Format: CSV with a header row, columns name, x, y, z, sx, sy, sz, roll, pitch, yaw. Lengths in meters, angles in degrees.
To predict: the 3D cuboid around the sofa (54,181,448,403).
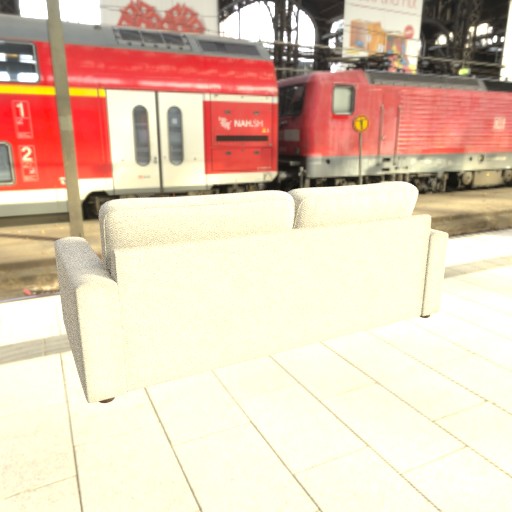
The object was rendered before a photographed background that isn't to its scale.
name,x,y,z,sx,sy,sz,roll,pitch,yaw
sofa,0.000,0.000,2.709,2.179,0.873,1.016,-8,17,-27
